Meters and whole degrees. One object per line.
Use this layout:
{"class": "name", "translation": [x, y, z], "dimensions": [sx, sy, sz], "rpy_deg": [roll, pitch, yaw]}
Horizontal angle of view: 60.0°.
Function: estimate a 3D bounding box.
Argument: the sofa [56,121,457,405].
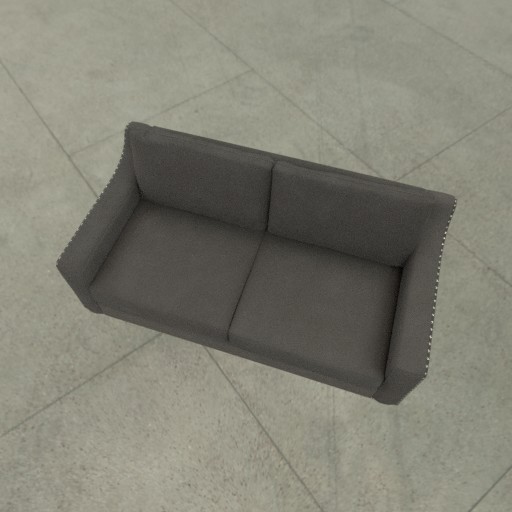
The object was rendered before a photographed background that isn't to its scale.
{"class": "sofa", "translation": [0.000, 0.000, 3.317], "dimensions": [2.550, 1.196, 1.336], "rpy_deg": [15, 59, 9]}
